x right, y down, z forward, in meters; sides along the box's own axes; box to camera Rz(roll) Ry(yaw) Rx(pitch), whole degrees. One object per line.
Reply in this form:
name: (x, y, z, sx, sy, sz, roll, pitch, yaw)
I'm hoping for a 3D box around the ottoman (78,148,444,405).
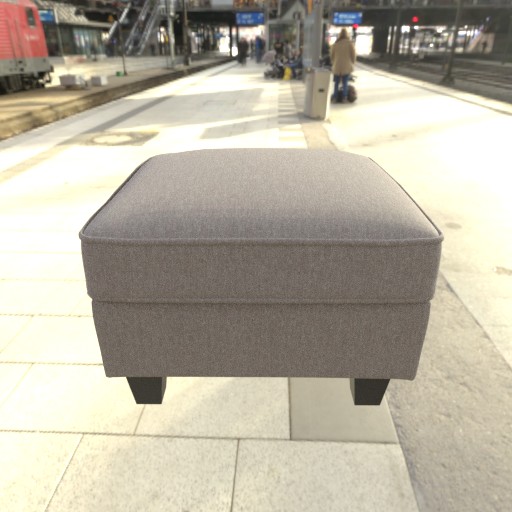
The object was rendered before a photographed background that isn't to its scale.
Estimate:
ottoman: (0.000, 0.000, 1.412, 0.871, 0.612, 0.808, 0, 26, 0)
